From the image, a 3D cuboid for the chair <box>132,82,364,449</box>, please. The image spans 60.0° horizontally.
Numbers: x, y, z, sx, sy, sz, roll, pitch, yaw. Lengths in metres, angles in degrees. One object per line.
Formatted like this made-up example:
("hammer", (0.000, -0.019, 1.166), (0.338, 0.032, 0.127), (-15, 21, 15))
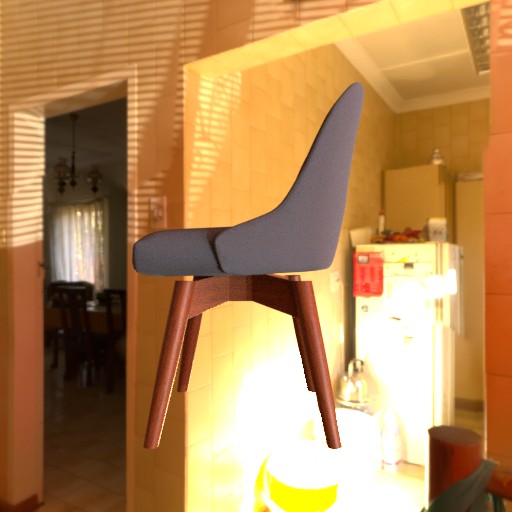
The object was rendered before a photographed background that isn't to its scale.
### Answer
("chair", (0.000, 0.000, 1.239), (0.589, 0.882, 0.503), (0, 0, 0))
